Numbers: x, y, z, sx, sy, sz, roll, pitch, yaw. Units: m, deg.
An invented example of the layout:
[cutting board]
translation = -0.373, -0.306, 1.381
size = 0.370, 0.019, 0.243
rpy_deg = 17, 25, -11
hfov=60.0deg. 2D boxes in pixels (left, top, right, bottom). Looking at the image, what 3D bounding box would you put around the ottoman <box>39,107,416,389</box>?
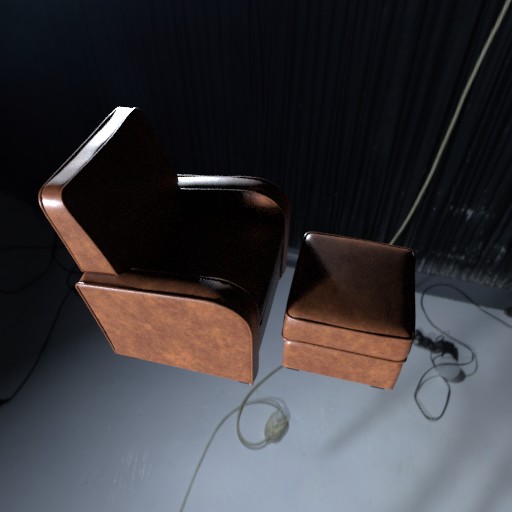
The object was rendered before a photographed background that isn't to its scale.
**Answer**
[ottoman]
translation = 0.000, 0.000, 1.828
size = 1.314, 0.904, 0.732
rpy_deg = 10, 47, 10
